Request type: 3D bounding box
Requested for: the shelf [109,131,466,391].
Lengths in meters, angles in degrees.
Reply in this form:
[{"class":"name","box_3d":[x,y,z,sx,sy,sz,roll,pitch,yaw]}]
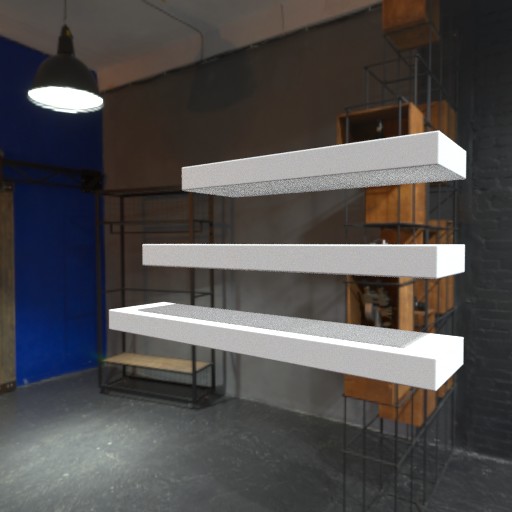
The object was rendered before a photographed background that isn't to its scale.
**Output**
[{"class":"shelf","box_3d":[0.000,0.000,0.733,0.610,0.293,0.140,1,2,37]}]
